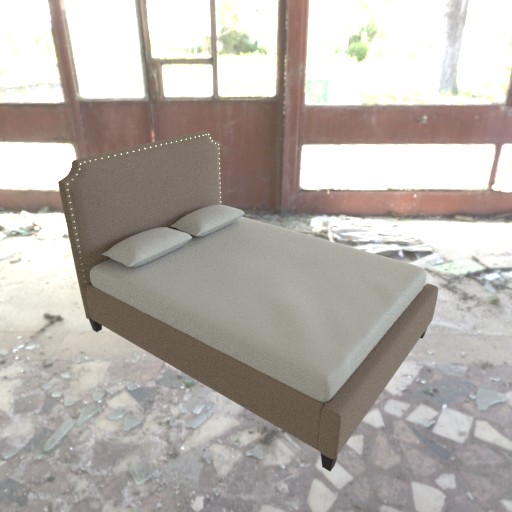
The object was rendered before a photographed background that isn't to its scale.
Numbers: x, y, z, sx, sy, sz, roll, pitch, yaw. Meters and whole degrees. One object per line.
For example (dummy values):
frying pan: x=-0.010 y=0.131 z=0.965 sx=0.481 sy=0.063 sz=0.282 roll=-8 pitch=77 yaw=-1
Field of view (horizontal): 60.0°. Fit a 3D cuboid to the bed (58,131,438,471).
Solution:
bed: x=0.000 y=0.000 z=3.430 sx=2.372 sy=1.443 sz=1.713 roll=19 pitch=32 yaw=33
